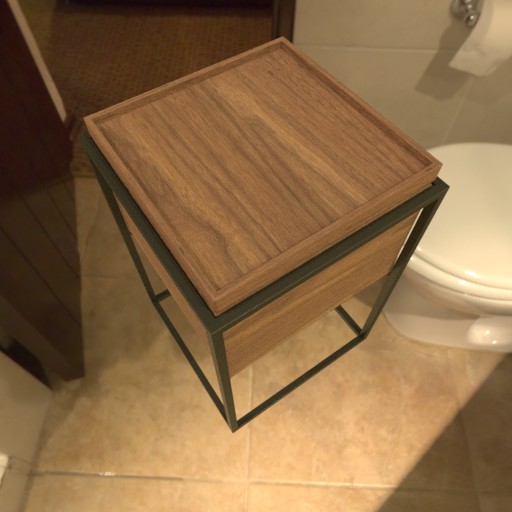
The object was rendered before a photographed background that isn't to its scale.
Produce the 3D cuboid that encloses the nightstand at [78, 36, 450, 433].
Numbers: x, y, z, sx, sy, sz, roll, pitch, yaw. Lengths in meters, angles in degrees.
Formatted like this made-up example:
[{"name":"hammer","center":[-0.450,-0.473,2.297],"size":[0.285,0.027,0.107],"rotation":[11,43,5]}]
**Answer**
[{"name":"nightstand","center":[0.000,0.000,0.879],"size":[0.397,0.607,0.397],"rotation":[-30,62,-18]}]
